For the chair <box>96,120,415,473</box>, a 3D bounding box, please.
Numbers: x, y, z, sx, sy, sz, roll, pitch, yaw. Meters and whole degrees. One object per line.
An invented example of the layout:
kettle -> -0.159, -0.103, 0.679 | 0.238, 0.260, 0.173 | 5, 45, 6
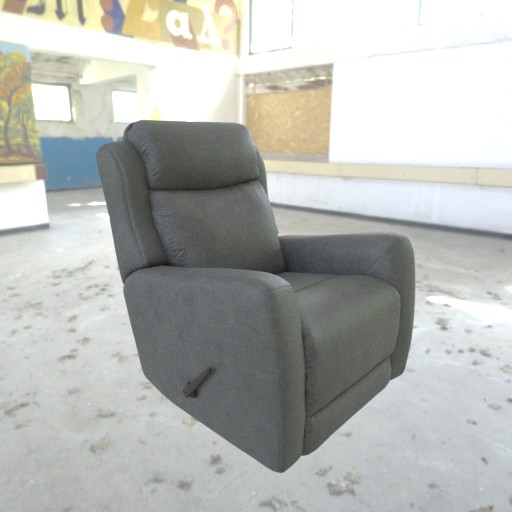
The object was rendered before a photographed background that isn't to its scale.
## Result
chair -> 0.000, 0.000, 1.885 | 1.068, 1.116, 0.967 | 14, 20, 42
